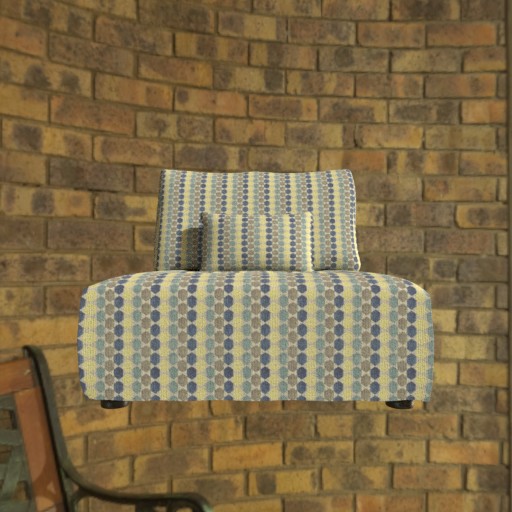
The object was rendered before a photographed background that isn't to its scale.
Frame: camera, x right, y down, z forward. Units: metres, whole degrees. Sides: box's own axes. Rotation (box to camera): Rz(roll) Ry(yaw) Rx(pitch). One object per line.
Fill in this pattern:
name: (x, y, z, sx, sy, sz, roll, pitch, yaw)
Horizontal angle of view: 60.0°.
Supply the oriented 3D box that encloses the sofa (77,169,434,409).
sofa: (0.000, 0.000, 1.652, 0.930, 0.830, 1.000, 0, -1, 0)
